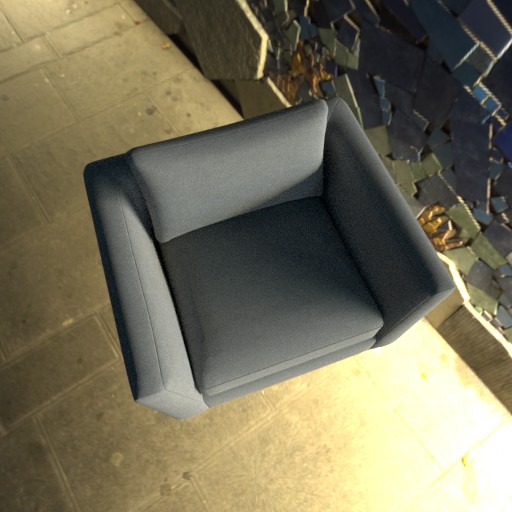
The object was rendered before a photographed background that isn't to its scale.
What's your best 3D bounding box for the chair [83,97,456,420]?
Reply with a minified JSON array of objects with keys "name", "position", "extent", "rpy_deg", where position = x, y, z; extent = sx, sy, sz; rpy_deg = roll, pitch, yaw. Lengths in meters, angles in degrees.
[{"name":"chair","position":[0.000,0.000,1.710],"extent":[1.041,0.864,0.889],"rpy_deg":[-18,65,-9]}]
